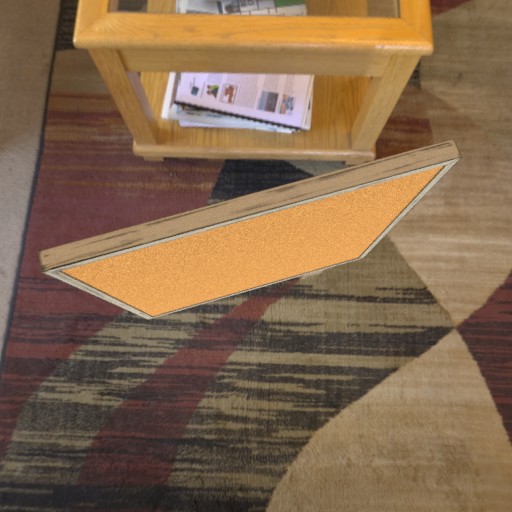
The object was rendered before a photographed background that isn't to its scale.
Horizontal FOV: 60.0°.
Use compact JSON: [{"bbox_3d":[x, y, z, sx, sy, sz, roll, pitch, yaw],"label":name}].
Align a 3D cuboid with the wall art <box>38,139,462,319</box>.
[{"bbox_3d":[0.000,0.000,1.143,0.761,0.761,0.037,-16,76,-4],"label":"wall art"}]
